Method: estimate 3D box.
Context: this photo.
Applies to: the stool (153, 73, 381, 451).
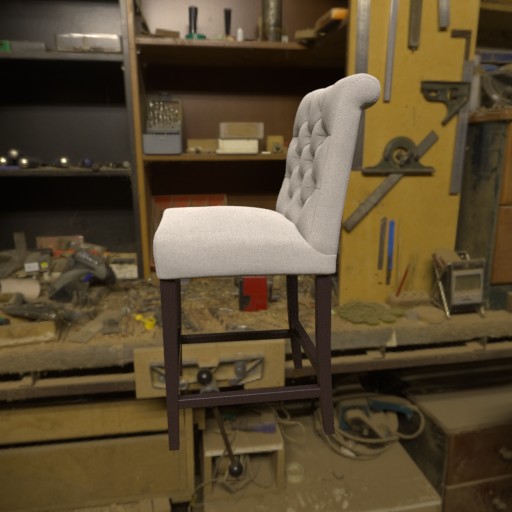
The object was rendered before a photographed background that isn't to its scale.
[{"bbox_3d":[0.000,0.000,1.413,0.601,1.040,0.493,-2,14,-8],"label":"stool"}]
